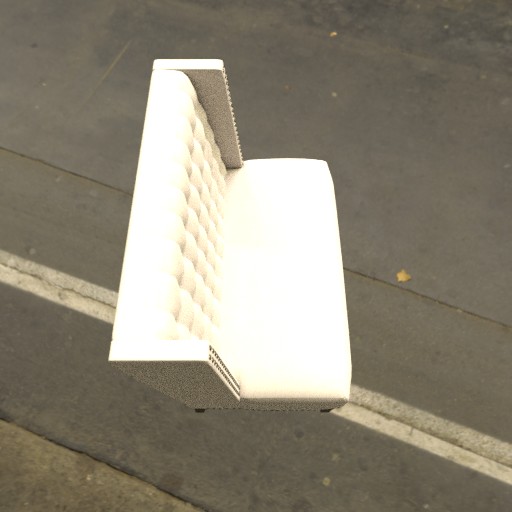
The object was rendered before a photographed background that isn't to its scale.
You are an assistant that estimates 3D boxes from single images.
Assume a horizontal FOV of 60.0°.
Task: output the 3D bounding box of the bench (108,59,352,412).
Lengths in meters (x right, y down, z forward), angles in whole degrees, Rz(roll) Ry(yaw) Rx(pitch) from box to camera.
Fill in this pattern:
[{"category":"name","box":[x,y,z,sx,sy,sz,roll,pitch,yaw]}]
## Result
[{"category":"bench","box":[0.000,0.000,2.035,0.847,1.123,1.280,0,63,0]}]
